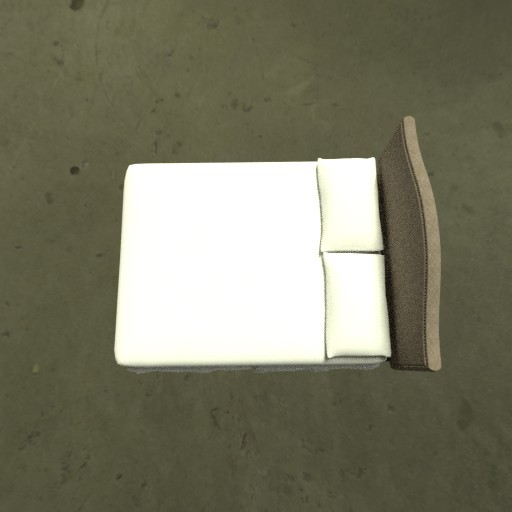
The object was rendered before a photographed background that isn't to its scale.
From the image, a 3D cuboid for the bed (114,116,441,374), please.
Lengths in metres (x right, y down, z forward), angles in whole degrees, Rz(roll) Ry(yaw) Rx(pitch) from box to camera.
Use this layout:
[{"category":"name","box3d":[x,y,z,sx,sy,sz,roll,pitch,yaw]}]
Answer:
[{"category":"bed","box3d":[0.000,0.000,3.298,2.153,1.518,1.713,-1,76,0]}]
